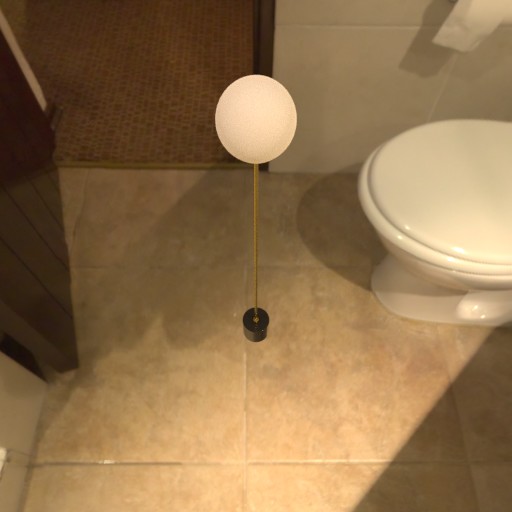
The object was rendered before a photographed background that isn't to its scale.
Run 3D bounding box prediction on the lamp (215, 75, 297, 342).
[{"bbox_3d":[0.000,0.000,1.898,0.229,1.748,0.229,-33,65,-18],"label":"lamp"}]
